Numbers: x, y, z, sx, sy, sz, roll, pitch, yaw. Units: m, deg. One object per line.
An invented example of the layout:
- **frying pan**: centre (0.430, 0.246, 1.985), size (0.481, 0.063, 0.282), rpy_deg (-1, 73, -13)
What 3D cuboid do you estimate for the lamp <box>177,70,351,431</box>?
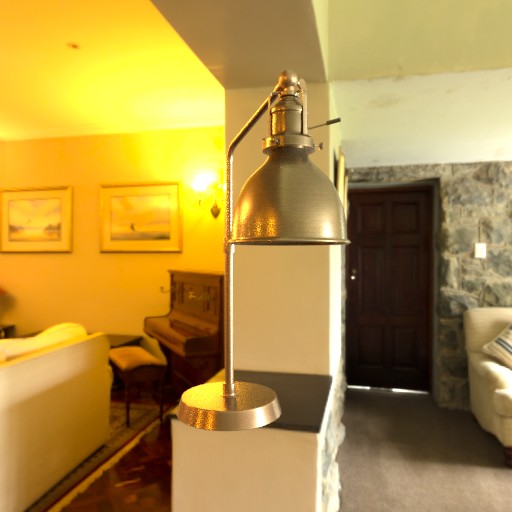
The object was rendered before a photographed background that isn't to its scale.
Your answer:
- **lamp**: centre (0.000, 0.000, 0.600), size (0.153, 0.456, 0.286), rpy_deg (0, 0, -36)
